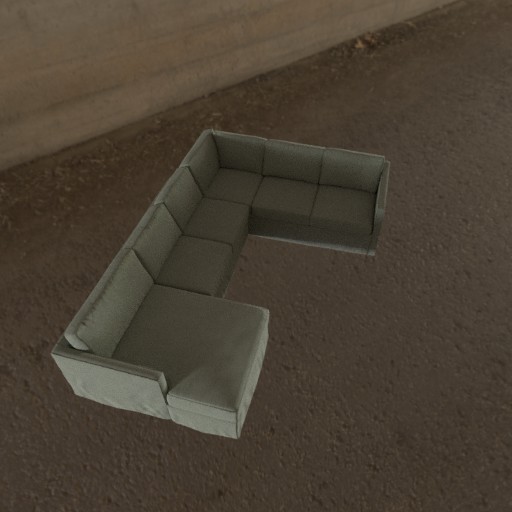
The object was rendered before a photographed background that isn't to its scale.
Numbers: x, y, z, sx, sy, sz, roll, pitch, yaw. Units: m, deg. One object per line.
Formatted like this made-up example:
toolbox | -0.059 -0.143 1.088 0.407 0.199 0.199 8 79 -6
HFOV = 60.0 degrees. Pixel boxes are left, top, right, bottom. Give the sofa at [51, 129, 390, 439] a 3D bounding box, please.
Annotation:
sofa | 0.000 0.000 4.553 2.440 0.869 3.434 11 47 11
